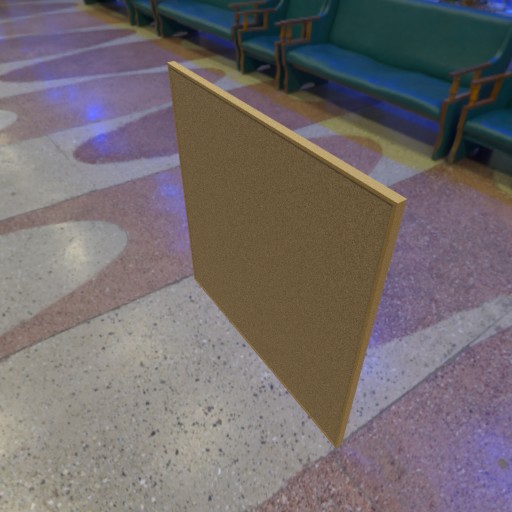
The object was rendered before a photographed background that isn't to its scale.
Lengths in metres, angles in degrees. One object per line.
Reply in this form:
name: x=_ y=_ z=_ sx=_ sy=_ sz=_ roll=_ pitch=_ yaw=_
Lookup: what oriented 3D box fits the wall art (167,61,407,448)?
wall art: x=0.000 y=0.000 z=0.681 sx=0.013 sy=0.455 sz=0.457 roll=-24 pitch=47 yaw=-25
